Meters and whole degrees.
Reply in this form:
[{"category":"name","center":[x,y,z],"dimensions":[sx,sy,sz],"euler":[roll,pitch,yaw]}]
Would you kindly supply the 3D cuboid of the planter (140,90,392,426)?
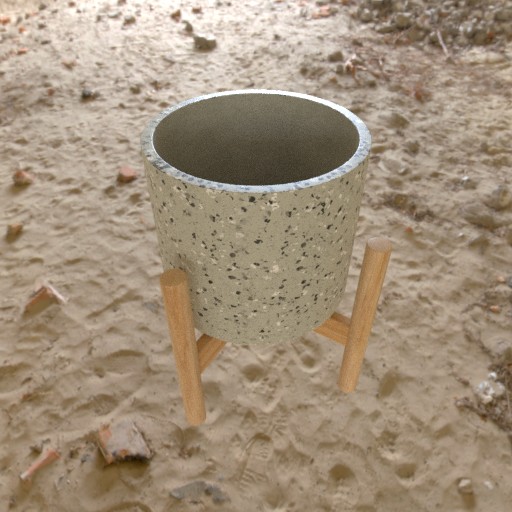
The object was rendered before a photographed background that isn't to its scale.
[{"category":"planter","center":[0.000,0.000,0.536],"dimensions":[0.284,0.320,0.284],"euler":[-25,47,-26]}]
